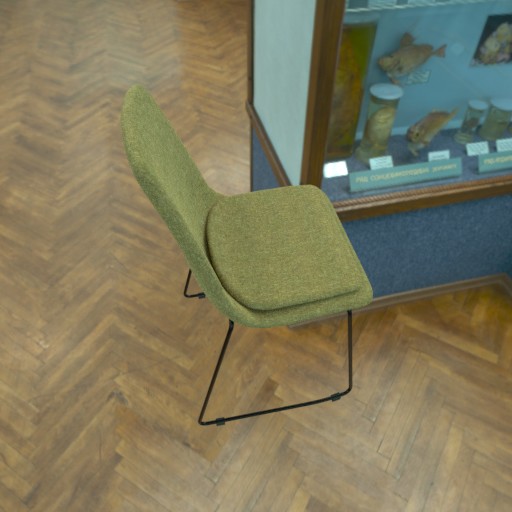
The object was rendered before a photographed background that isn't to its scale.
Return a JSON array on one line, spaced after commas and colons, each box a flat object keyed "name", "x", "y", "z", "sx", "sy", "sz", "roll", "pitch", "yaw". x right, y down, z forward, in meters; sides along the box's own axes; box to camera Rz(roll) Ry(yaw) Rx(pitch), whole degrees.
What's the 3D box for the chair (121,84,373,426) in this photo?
[{"name": "chair", "x": 0.000, "y": 0.000, "z": 1.131, "sx": 0.496, "sy": 0.849, "sz": 0.479, "roll": -8, "pitch": 48, "yaw": -8}]
